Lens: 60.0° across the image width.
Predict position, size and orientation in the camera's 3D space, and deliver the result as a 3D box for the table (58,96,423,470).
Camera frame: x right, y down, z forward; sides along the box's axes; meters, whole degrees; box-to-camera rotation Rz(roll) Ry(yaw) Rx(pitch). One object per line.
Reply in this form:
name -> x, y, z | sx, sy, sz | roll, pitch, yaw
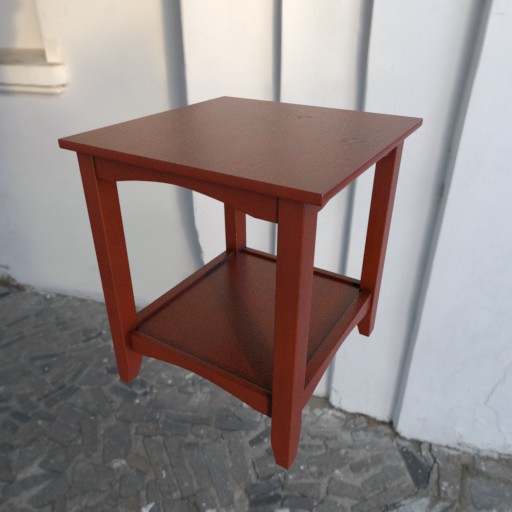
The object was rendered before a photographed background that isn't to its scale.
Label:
table -> 0.000, 0.000, 0.976 | 0.522, 0.558, 0.523 | 18, 34, 29
